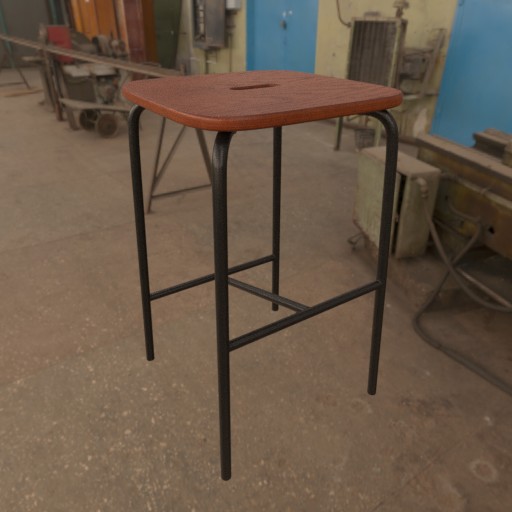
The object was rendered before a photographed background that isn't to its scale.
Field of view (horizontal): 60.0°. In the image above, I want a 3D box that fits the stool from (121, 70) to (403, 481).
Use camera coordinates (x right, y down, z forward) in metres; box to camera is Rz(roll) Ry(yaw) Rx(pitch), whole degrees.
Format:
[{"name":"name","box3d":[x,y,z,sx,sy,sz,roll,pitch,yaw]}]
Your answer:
[{"name":"stool","box3d":[0.000,0.000,0.846,0.376,0.610,0.376,-18,34,-28]}]
